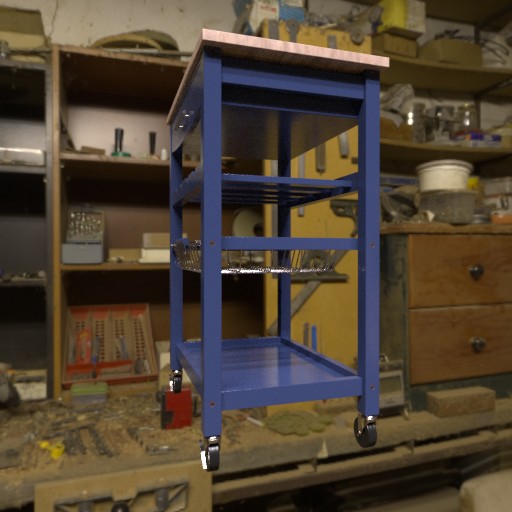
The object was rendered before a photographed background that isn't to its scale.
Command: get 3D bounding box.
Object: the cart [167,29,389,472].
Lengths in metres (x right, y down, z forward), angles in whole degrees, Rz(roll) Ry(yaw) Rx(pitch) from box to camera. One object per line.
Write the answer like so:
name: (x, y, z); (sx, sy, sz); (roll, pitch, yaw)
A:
cart: (0.000, 0.000, 1.153); (0.403, 0.839, 0.584); (0, 0, -18)
